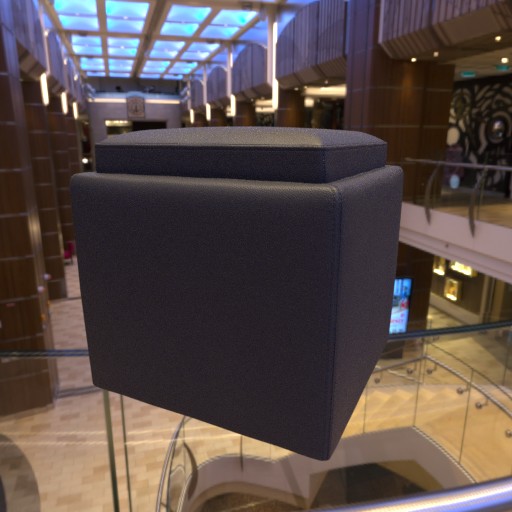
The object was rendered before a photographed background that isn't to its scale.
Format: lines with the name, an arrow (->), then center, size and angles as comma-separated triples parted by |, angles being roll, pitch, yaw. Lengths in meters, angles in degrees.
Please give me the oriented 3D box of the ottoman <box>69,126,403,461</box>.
ottoman -> 0.000, 0.000, 0.822 | 0.450, 0.460, 0.451 | 7, 17, 26
